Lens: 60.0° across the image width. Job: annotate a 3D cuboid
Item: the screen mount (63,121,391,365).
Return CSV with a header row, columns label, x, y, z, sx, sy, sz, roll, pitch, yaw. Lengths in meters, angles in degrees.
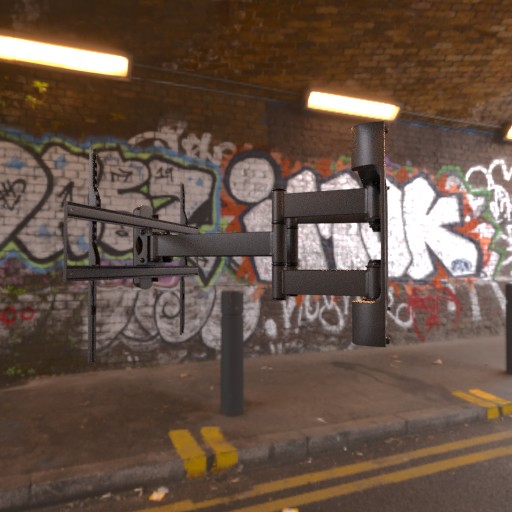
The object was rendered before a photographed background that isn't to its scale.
label,x,y,z,sx,sy,sz,roll,pitch,yaw
screen mount,0.000,0.000,1.114,0.644,0.491,0.661,0,-1,17
